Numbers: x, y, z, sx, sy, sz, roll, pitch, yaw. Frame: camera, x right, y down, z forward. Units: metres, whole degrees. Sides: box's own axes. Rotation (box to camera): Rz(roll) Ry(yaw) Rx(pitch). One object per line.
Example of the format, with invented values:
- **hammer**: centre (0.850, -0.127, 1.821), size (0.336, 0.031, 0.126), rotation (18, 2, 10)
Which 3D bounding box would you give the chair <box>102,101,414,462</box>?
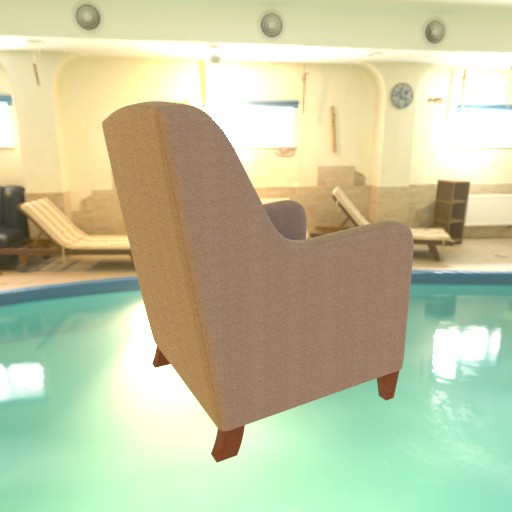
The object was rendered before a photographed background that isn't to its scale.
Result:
- **chair**: centre (0.000, 0.000, 1.604), size (0.890, 1.017, 0.715), rotation (-8, 16, -27)
